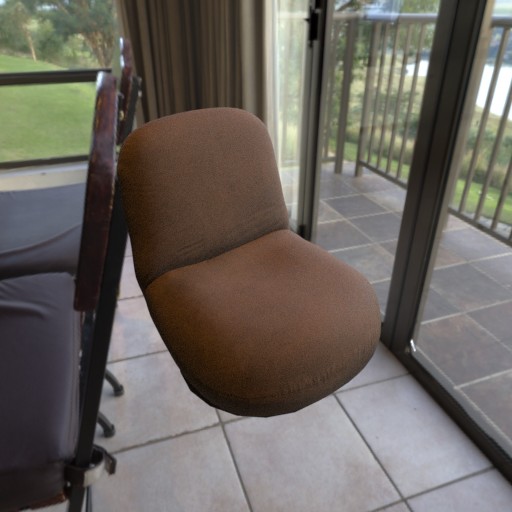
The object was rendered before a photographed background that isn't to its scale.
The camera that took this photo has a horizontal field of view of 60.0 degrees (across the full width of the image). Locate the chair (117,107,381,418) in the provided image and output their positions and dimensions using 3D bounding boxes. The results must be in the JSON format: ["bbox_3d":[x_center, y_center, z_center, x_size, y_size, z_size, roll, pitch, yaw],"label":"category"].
[{"bbox_3d":[0.000,0.000,1.055,0.521,0.594,0.597,-21,36,-32],"label":"chair"}]
